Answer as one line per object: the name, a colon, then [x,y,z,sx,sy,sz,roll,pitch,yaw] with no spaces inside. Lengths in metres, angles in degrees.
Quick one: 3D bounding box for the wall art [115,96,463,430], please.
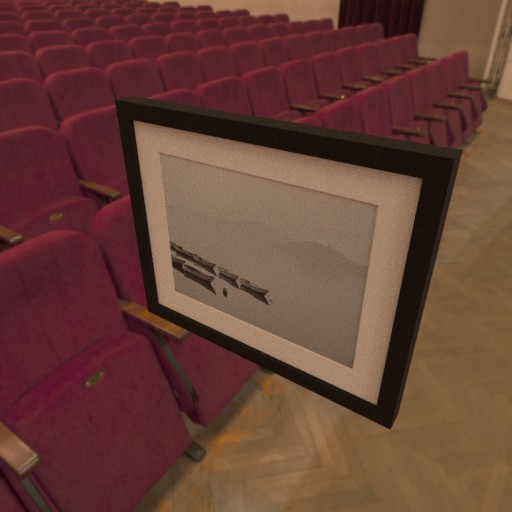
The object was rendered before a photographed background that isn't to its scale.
wall art: [0.000,0.000,0.538,0.397,0.325,0.028,19,36,29]
